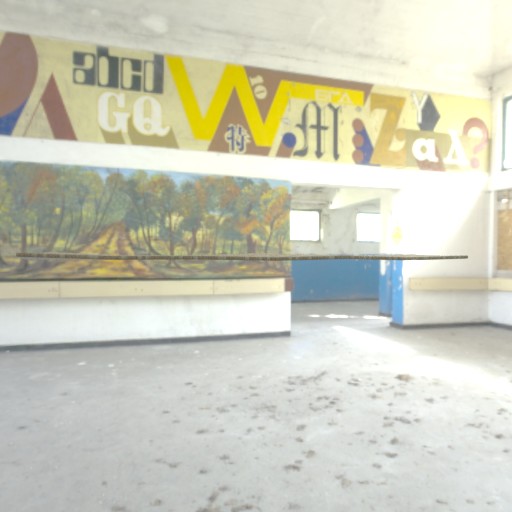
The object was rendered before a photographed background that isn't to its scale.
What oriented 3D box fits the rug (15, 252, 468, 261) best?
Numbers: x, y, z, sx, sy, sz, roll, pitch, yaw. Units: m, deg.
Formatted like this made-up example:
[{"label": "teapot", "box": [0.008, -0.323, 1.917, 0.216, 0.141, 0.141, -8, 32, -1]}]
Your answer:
[{"label": "rug", "box": [0.000, 0.000, 2.673, 2.452, 0.051, 0.752, 0, 0, -17]}]
